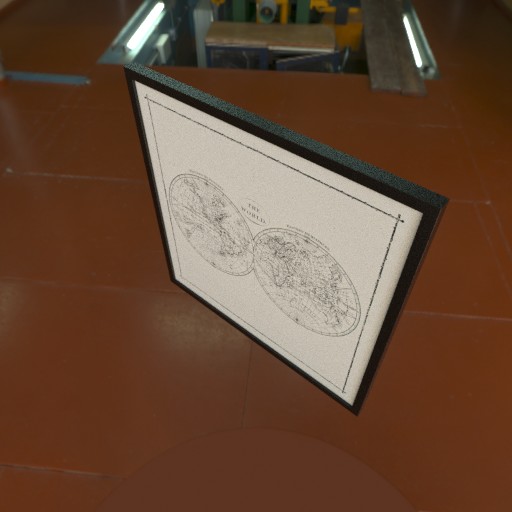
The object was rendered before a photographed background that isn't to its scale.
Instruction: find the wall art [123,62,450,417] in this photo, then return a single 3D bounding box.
[{"bbox_3d":[0.000,0.000,1.144,0.773,0.775,0.031,32,55,26],"label":"wall art"}]
